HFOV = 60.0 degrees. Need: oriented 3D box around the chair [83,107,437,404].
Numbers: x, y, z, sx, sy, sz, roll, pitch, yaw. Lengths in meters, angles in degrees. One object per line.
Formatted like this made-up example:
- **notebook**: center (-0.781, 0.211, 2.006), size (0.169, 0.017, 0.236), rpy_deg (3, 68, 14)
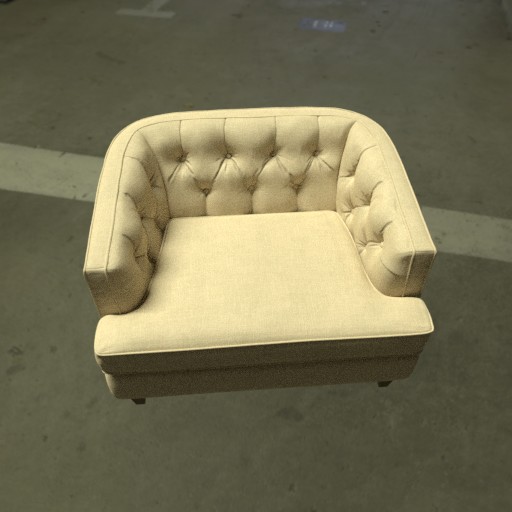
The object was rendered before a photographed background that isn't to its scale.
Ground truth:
- **chair**: center (0.000, 0.000, 1.740), size (1.118, 0.787, 0.914), rpy_deg (-3, 46, -3)
